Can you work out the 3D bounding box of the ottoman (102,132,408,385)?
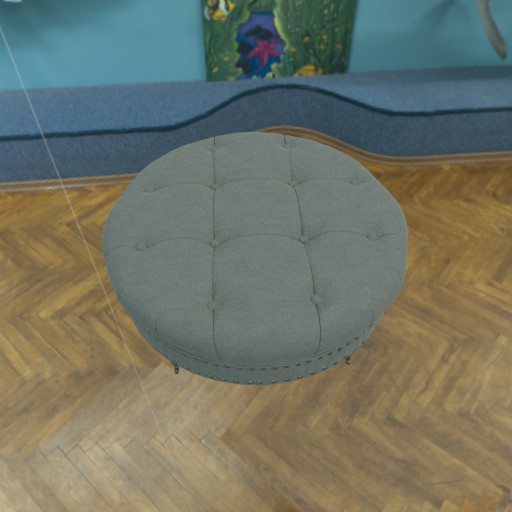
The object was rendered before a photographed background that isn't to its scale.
[{"bbox_3d":[0.000,0.000,1.412,0.901,0.439,0.901,0,47,0],"label":"ottoman"}]
